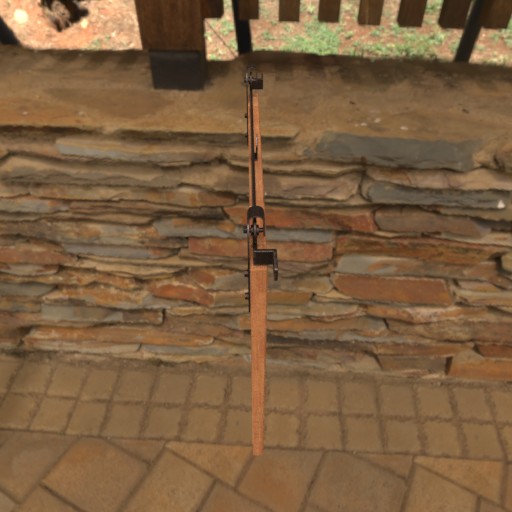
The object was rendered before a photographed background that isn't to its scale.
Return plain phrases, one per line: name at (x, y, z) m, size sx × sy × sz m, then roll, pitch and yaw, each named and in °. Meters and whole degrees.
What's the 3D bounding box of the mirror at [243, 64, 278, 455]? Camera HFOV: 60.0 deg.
mirror at (0.000, 0.000, 1.208) m, size 0.054 × 0.800 × 0.805 m, roll -1°, pitch 43°, yaw -1°
